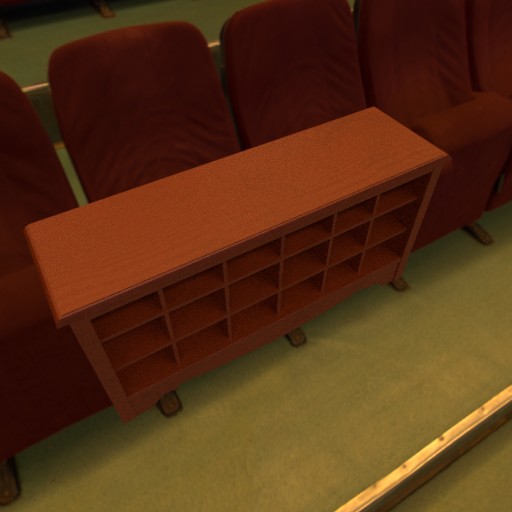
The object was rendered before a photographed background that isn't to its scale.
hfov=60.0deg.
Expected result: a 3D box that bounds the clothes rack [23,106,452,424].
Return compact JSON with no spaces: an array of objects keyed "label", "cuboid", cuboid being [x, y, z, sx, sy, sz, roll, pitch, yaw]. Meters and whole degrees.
[{"label":"clothes rack","cuboid":[0.000,0.000,1.518,1.251,0.594,0.362,-24,52,-20]}]
